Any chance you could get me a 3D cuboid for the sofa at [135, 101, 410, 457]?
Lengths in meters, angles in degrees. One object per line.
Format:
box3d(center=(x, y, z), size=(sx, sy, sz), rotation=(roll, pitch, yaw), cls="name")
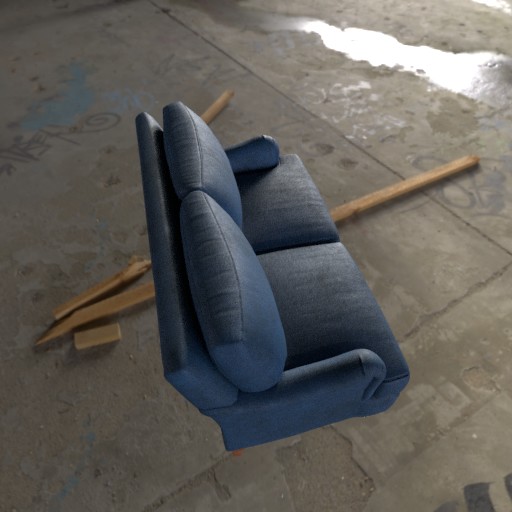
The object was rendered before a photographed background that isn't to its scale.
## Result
box3d(center=(0.000, 0.000, 2.523), size=(1.084, 1.101, 1.853), rotation=(-10, 49, -9), cls="sofa")
